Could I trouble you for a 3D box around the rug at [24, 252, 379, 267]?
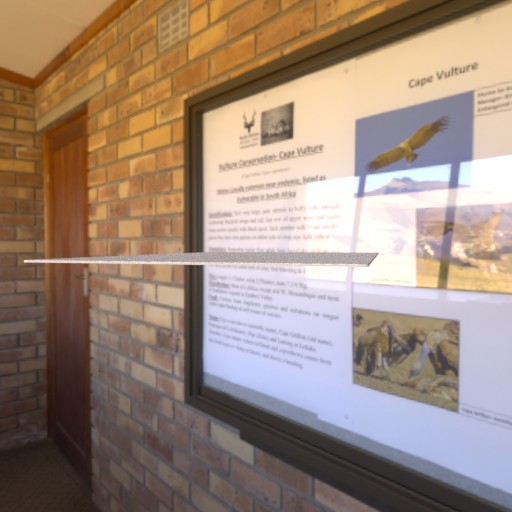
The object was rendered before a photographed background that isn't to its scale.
[{"bbox_3d":[0.000,0.000,2.193,1.143,0.008,1.753,0,2,16],"label":"rug"}]
